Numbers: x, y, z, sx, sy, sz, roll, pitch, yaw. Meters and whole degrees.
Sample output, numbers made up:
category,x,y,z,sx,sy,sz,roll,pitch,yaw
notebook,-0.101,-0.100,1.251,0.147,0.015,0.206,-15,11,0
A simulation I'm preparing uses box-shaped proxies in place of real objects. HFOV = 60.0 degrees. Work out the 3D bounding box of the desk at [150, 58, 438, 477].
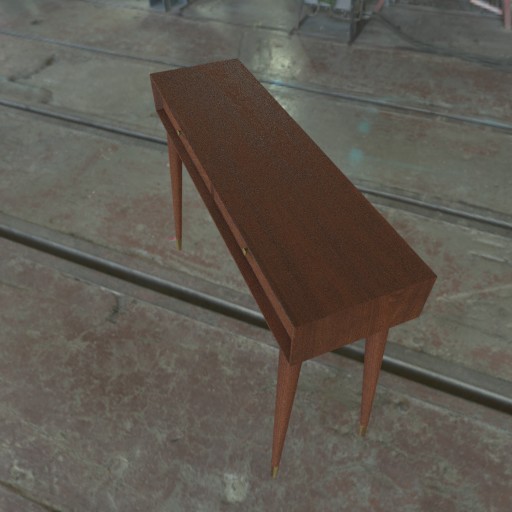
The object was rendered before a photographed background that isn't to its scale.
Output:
category,x,y,z,sx,sy,sz,roll,pitch,yaw
desk,0.000,0.000,1.626,0.384,0.917,1.204,-17,49,-15
